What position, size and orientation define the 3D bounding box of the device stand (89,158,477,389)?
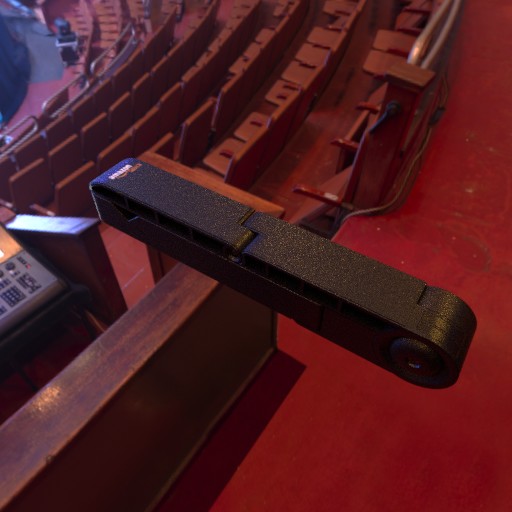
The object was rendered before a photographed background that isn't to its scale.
[{"bbox_3d":[0.000,0.000,0.192,0.179,0.030,0.026,25,52,22],"label":"device stand"}]
